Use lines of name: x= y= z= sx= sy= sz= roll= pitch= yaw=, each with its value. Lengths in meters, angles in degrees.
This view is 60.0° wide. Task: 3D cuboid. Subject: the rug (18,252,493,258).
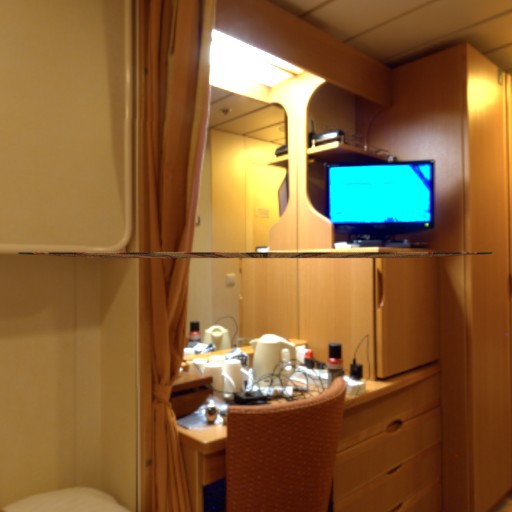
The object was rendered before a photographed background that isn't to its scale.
rug: x=0.000 y=0.000 z=3.039 sx=2.447 sy=0.011 sz=1.520 roll=0 pitch=-1 yaw=1
